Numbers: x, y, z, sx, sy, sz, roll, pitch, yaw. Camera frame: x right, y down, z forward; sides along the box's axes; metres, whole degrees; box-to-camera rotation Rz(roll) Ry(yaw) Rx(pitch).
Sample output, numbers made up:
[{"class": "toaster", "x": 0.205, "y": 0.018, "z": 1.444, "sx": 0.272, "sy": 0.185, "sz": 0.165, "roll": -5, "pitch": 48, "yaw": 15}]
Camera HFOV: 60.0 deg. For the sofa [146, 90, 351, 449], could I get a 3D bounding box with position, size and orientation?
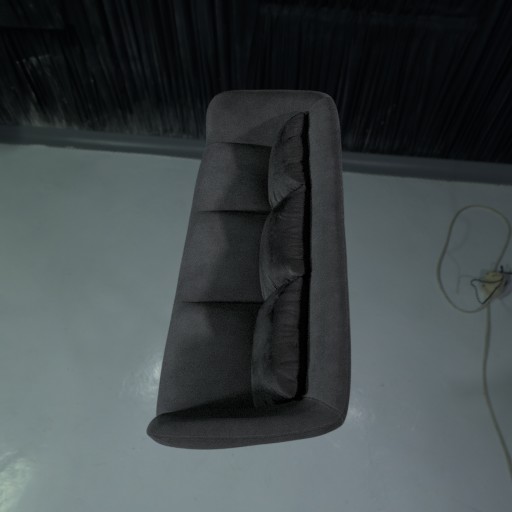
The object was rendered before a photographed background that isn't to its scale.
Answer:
[{"class": "sofa", "x": 0.000, "y": 0.000, "z": 2.710, "sx": 0.956, "sy": 0.875, "sz": 2.296, "roll": 3, "pitch": 57, "yaw": 2}]
